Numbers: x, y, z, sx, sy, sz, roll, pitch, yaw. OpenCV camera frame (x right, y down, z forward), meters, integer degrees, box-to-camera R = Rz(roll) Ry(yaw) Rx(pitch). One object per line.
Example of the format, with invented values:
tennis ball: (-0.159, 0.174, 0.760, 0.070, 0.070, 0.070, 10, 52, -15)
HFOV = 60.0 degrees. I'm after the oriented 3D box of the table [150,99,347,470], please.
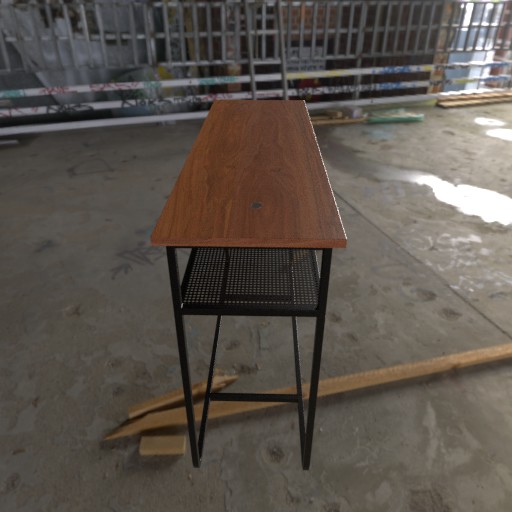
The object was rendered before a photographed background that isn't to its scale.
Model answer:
table: (0.000, 0.000, 1.451, 0.350, 0.750, 1.100, 1, 32, 1)
